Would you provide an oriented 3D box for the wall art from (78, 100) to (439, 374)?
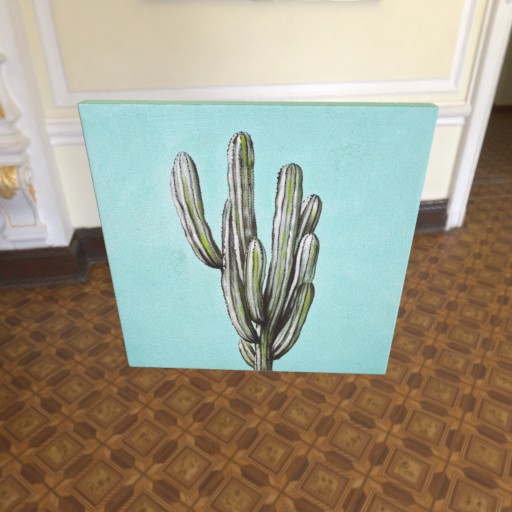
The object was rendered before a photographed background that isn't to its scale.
[{"bbox_3d":[0.000,0.000,1.608,1.071,1.073,0.070,1,30,2],"label":"wall art"}]
